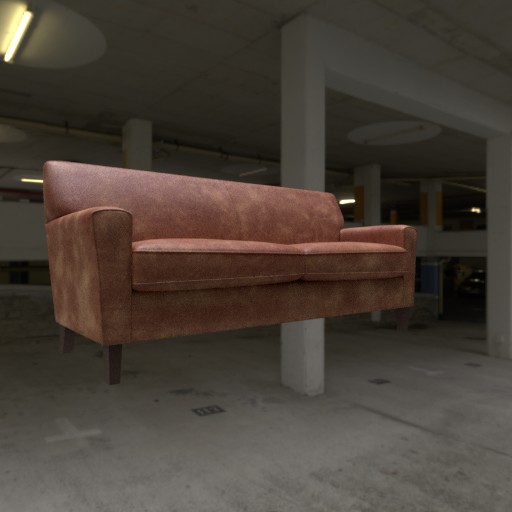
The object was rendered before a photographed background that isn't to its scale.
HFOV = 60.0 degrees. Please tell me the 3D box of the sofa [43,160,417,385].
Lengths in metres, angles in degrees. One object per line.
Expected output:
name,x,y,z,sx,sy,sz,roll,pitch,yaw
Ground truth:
sofa,0.000,0.000,2.491,2.053,0.947,0.805,0,1,-38
